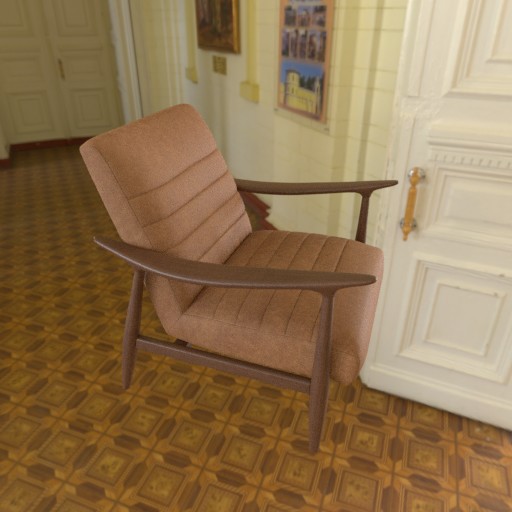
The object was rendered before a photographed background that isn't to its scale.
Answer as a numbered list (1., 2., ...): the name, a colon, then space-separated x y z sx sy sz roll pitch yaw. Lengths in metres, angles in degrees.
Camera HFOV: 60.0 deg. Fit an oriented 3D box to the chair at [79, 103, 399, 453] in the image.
1. chair: 0.000 0.000 1.443 0.798 0.832 0.741 10 31 17
